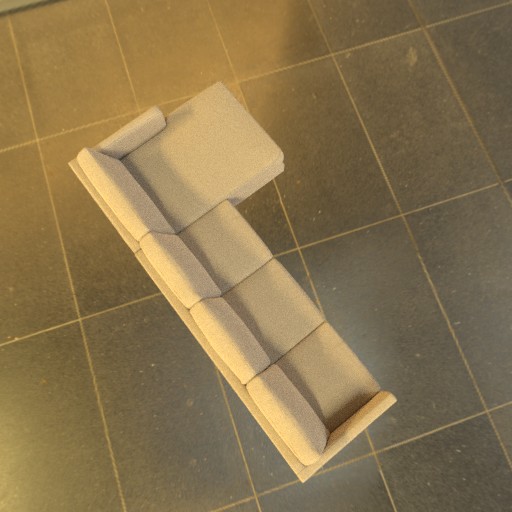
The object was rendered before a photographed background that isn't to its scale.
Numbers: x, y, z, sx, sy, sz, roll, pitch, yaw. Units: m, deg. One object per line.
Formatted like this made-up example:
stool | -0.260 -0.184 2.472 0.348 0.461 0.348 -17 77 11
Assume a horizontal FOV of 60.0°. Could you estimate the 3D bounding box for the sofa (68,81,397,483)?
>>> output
sofa | 0.000 0.000 3.831 1.625 0.861 3.186 -37 79 -9
